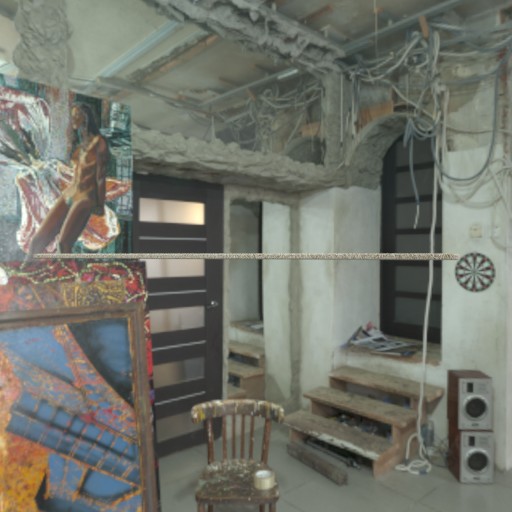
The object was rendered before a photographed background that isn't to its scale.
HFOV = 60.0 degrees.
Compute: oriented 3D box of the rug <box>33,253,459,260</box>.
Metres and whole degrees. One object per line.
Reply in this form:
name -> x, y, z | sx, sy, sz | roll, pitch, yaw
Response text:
rug -> 0.000, 0.000, 3.095 | 2.438, 0.030, 1.524 | 0, 0, 19
